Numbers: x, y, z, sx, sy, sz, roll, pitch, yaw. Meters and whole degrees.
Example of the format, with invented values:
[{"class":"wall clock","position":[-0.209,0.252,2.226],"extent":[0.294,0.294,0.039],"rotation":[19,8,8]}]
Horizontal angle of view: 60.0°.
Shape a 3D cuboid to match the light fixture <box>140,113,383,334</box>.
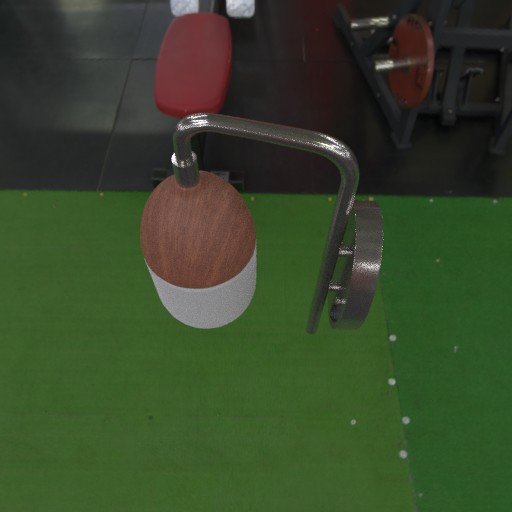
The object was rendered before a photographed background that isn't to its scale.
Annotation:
[{"class":"light fixture","position":[0.000,0.000,0.440],"extent":[0.216,0.343,0.108],"rotation":[3,57,2]}]
